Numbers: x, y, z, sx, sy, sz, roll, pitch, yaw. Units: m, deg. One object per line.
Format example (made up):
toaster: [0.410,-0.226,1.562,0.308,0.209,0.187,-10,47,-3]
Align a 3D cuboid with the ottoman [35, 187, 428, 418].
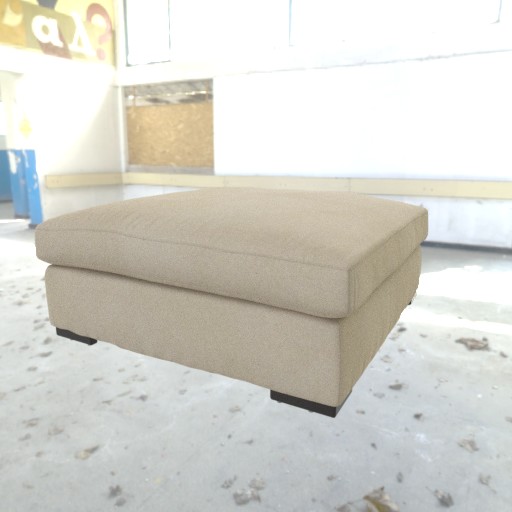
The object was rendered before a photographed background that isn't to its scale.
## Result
ottoman: [0.000,0.000,1.840,1.190,0.522,1.205,7,15,28]
